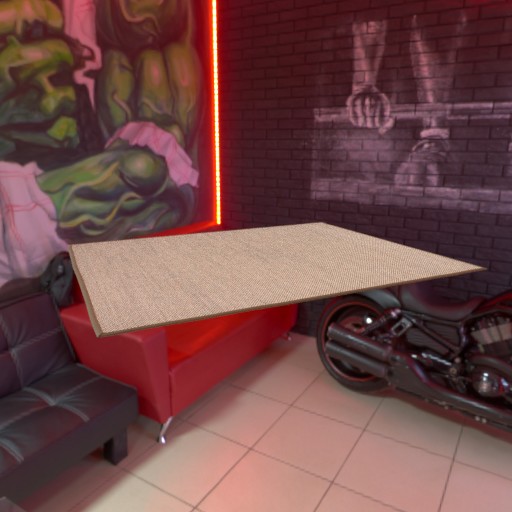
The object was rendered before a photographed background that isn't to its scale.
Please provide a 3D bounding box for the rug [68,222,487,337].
[{"bbox_3d":[0.000,0.000,4.008,3.041,0.020,2.413,-7,16,-25],"label":"rug"}]
